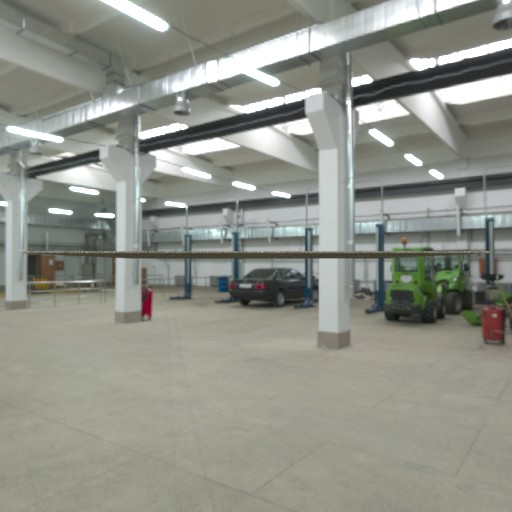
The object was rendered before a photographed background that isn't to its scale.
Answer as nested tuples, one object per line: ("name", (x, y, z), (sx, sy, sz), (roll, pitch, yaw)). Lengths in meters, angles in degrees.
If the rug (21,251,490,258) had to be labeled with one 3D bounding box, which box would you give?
("rug", (0.000, 0.000, 4.092), (3.034, 0.012, 2.471), (0, -1, 0))
